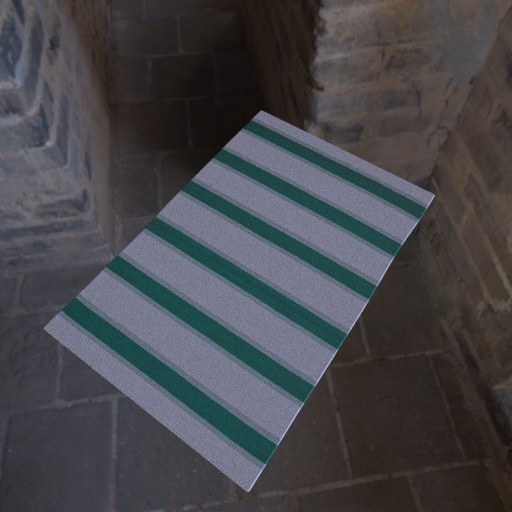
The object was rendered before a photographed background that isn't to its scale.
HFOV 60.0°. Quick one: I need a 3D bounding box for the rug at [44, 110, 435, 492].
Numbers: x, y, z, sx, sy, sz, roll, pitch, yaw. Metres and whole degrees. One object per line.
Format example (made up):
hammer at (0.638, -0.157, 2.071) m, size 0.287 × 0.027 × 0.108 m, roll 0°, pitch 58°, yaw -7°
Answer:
rug at (0.000, 0.000, 2.327) m, size 1.210 × 0.012 × 1.829 m, roll 31°, pitch 64°, yaw 17°
